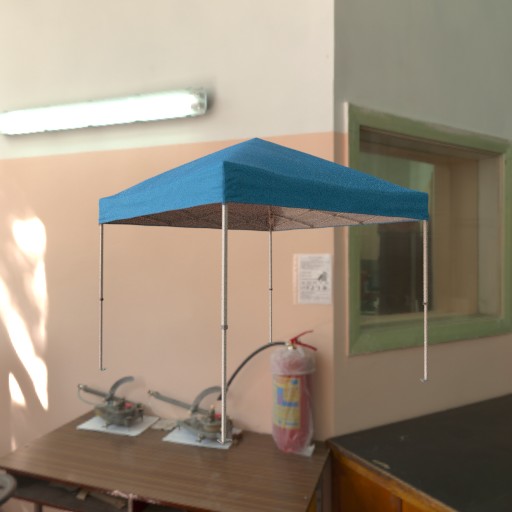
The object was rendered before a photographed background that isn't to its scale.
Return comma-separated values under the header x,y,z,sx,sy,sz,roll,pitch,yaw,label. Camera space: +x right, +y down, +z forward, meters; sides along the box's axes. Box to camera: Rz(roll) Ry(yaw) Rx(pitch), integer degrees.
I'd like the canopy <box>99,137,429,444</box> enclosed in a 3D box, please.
x,y,z,sx,sy,sz,roll,pitch,yaw,label
0.000,0.000,5.604,2.996,2.997,2.998,0,0,-38,canopy
